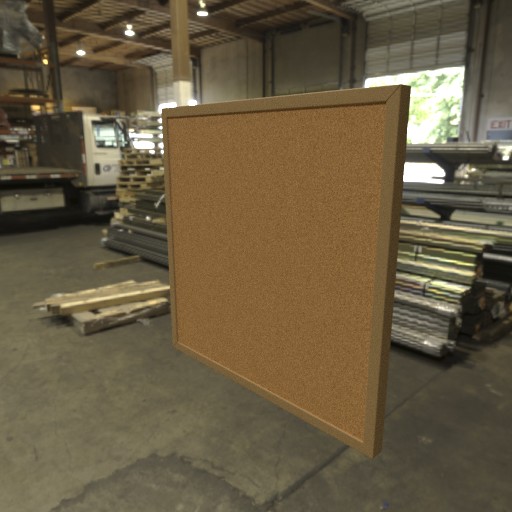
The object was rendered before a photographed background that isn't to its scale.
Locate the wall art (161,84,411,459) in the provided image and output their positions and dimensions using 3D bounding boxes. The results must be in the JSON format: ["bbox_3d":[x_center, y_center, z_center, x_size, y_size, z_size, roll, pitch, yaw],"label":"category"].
[{"bbox_3d":[0.000,0.000,1.139,0.037,0.761,0.761,-13,20,-43],"label":"wall art"}]
